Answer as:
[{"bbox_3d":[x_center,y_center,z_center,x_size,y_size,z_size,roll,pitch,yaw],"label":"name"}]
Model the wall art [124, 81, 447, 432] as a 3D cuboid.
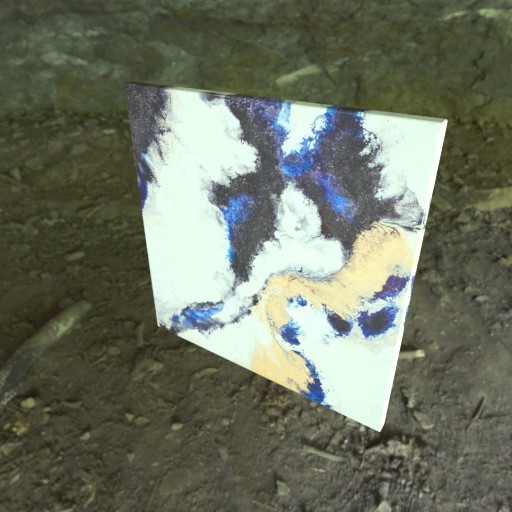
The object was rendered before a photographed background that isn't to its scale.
[{"bbox_3d":[0.000,0.000,1.295,0.887,0.885,0.038,18,34,29],"label":"wall art"}]
